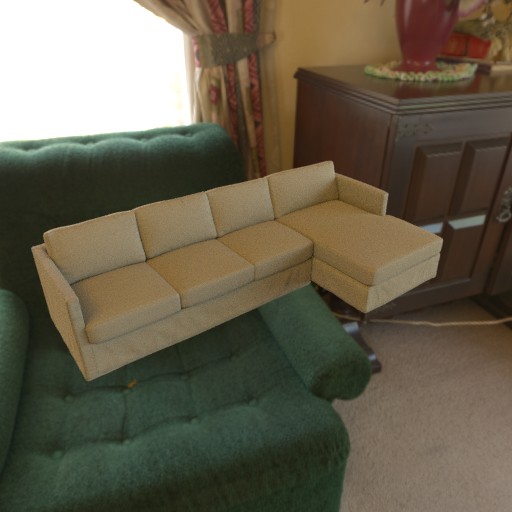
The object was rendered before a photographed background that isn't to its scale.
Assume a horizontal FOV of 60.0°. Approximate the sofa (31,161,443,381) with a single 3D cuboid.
[{"bbox_3d":[0.000,0.000,3.828,3.177,0.867,1.622,-20,35,-31],"label":"sofa"}]
